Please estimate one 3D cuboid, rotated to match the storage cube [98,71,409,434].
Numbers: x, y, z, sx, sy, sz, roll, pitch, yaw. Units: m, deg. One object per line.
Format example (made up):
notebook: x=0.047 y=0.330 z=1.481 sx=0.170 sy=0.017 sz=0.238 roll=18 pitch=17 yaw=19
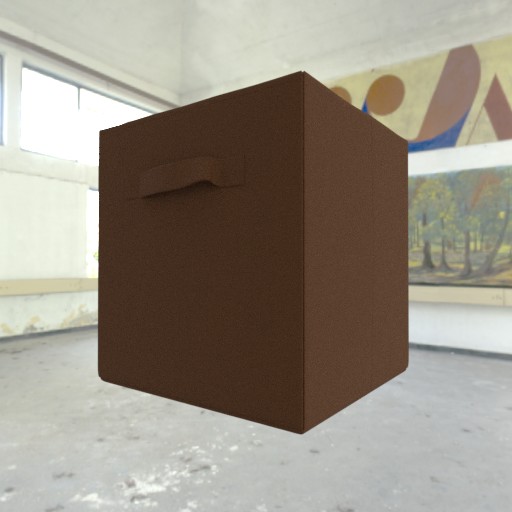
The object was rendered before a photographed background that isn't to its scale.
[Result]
storage cube: x=0.000 y=0.000 z=0.509 sx=0.270 sy=0.280 sz=0.270 roll=0 pitch=-1 yaw=36
